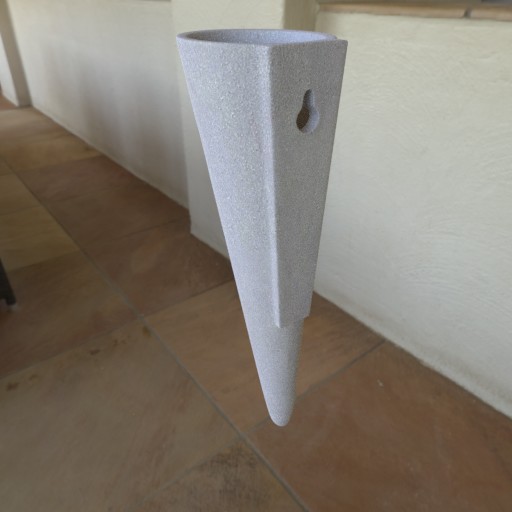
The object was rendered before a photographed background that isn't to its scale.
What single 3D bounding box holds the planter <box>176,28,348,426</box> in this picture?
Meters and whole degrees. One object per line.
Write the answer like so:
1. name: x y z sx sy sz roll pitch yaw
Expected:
1. planter: 0.000 0.000 0.289 0.078 0.259 0.087 -20 36 -29
